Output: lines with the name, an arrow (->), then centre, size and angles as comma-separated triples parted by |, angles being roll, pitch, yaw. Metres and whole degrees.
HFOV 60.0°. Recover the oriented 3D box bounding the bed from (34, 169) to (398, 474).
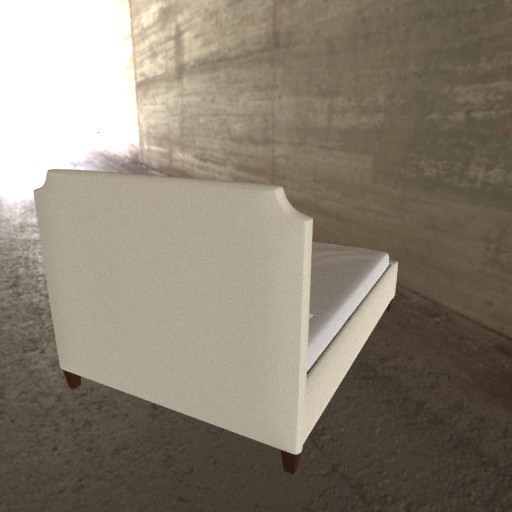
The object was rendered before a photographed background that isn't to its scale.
bed -> 0.000, 0.000, 3.326 | 1.712, 1.443, 2.372 | 9, 19, 27
